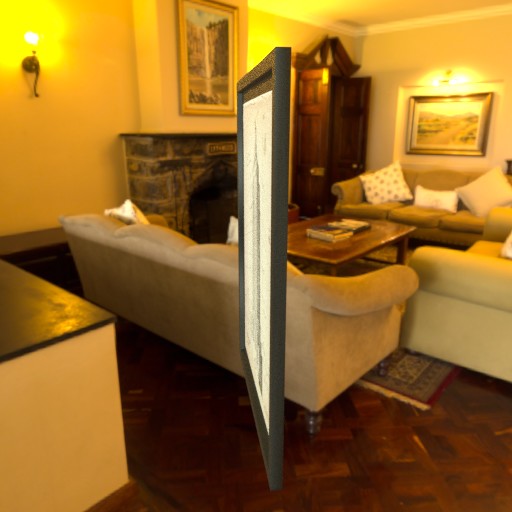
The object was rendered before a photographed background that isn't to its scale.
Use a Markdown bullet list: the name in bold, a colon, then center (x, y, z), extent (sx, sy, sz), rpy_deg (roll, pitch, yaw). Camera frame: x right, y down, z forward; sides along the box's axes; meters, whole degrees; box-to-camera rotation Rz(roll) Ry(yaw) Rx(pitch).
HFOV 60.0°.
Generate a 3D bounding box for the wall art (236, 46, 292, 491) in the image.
- **wall art**: center (0.000, 0.000, 0.554), extent (0.013, 0.431, 0.303), rpy_deg (-2, 16, -8)
